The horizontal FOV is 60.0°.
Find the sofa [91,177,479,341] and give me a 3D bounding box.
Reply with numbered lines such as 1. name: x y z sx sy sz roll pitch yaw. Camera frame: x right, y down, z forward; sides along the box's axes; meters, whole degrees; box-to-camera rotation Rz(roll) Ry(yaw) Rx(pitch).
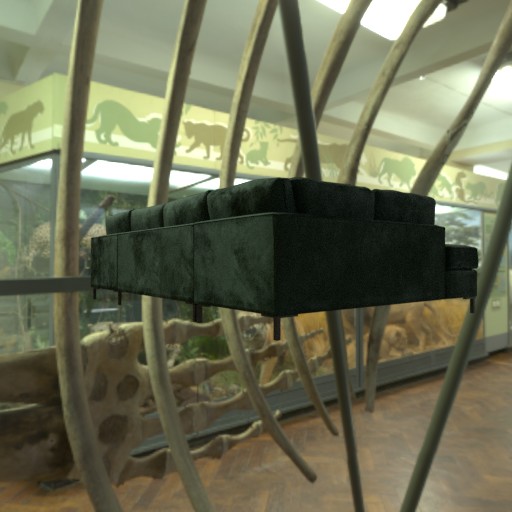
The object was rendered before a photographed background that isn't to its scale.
1. sofa: 0.000 0.000 3.904 1.992 0.861 2.994 0 -1 -37
